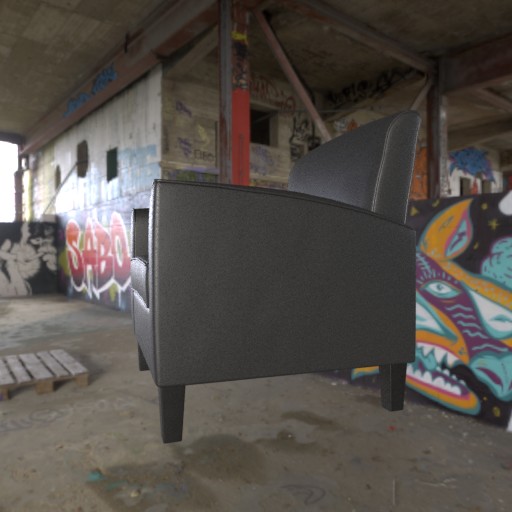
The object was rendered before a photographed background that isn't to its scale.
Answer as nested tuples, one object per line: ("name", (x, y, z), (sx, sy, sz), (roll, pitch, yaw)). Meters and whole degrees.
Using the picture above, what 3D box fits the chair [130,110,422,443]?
("chair", (0.000, 0.000, 1.562), (0.819, 0.916, 0.820), (0, 1, -19))
